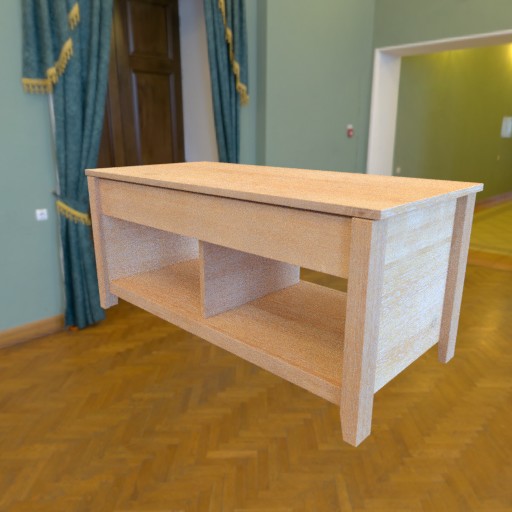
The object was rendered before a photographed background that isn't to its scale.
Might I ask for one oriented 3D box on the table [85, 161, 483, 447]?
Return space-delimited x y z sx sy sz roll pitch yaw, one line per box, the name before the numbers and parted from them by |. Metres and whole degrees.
table | 0.000 0.000 1.273 1.016 0.457 0.483 15 22 42
